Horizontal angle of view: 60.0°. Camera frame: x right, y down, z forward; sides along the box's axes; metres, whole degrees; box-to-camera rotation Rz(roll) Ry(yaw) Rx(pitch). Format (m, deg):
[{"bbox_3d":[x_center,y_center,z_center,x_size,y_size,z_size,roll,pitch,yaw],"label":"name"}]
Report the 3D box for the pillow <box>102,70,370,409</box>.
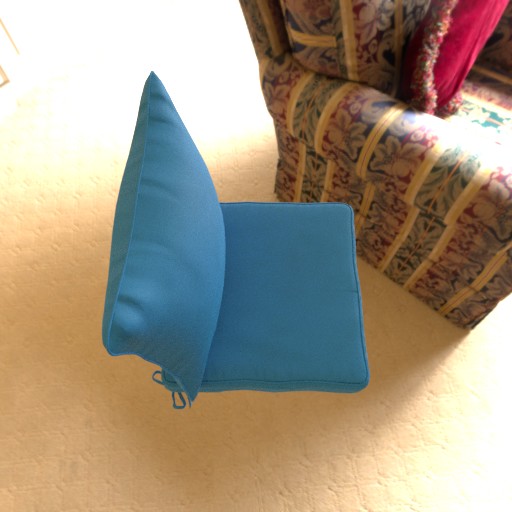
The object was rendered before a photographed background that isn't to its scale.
[{"bbox_3d":[0.000,0.000,1.332,0.733,0.725,0.798,1,63,0],"label":"pillow"}]
